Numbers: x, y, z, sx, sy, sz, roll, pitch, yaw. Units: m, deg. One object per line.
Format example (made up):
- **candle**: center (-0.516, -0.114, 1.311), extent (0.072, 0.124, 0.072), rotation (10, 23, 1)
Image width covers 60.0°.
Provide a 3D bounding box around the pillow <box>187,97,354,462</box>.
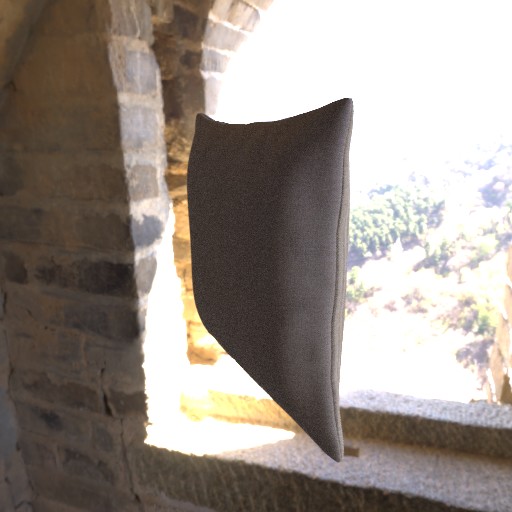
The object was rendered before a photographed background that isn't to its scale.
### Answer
- **pillow**: center (0.000, 0.000, 0.800), extent (0.166, 0.510, 0.523), rotation (-8, 17, -26)
